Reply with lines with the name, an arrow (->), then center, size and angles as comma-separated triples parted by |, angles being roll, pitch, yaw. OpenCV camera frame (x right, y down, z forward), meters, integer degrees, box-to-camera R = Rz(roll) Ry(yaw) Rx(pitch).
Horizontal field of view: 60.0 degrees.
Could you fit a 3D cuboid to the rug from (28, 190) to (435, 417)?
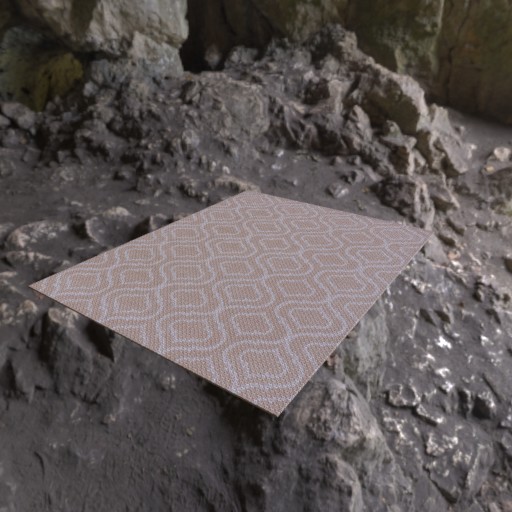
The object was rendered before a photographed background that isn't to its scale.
rug -> 0.000, 0.000, 3.904 | 2.286, 0.013, 2.894 | 17, 31, 31
